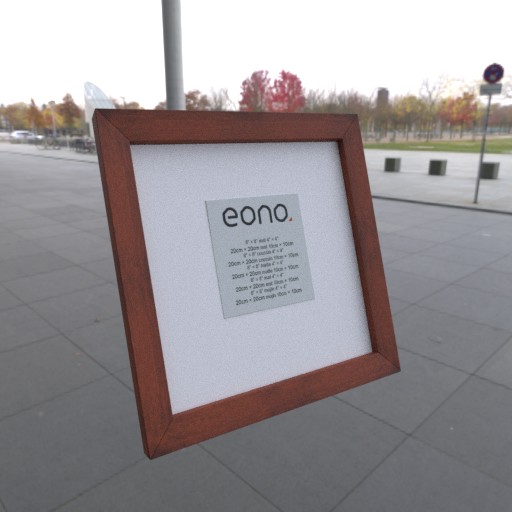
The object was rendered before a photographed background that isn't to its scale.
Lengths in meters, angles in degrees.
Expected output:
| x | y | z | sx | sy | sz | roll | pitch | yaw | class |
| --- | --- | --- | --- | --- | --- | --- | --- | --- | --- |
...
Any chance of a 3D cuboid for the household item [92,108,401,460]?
| x | y | z | sx | sy | sz | roll | pitch | yaw | class |
| --- | --- | --- | --- | --- | --- | --- | --- | --- | --- |
| 0.000 | 0.000 | 0.385 | 0.240 | 0.240 | 0.131 | -9 | 18 | -28 | household item |
